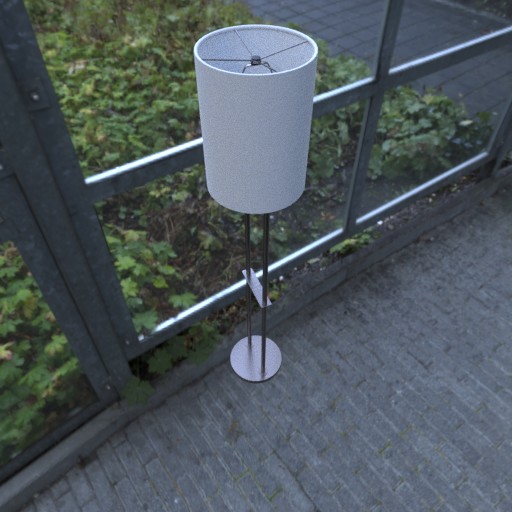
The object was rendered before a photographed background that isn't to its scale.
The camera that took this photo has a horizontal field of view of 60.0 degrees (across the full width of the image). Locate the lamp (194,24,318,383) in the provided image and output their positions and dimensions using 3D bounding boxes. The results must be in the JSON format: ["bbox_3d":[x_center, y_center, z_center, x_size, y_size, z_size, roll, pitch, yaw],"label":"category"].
[{"bbox_3d":[0.000,0.000,1.637,0.305,1.500,0.306,-17,49,-15],"label":"lamp"}]
